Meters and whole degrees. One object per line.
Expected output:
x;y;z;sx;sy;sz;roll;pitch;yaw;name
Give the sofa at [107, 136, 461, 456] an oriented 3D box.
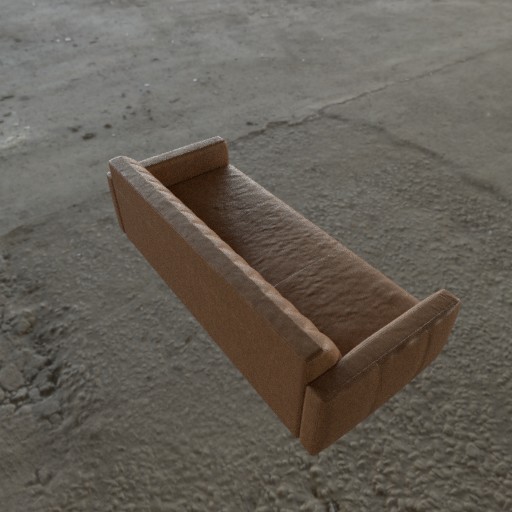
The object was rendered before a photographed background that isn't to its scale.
0.000;0.000;2.824;0.990;0.821;2.291;-26;48;-27;sofa
